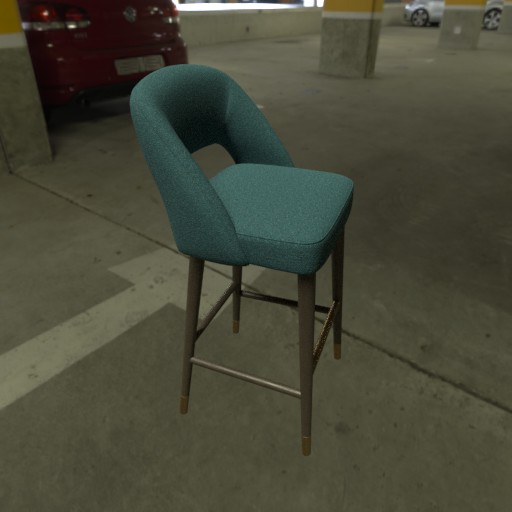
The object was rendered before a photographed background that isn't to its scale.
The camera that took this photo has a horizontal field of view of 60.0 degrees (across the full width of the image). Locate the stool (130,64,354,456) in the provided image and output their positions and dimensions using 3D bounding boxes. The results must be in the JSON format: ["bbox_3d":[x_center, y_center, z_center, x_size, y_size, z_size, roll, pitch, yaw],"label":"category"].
[{"bbox_3d":[0.000,0.000,1.328,0.522,1.032,0.536,11,32,18],"label":"stool"}]
